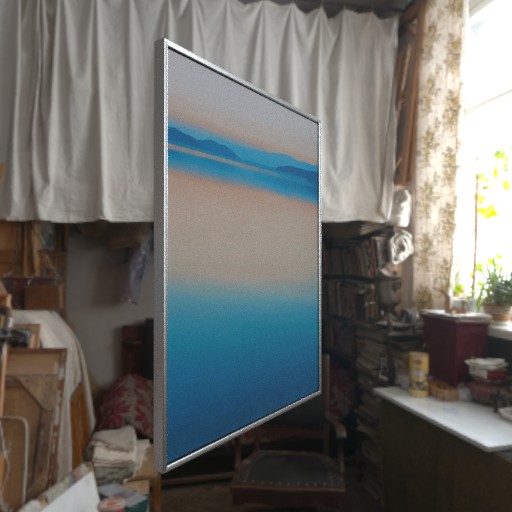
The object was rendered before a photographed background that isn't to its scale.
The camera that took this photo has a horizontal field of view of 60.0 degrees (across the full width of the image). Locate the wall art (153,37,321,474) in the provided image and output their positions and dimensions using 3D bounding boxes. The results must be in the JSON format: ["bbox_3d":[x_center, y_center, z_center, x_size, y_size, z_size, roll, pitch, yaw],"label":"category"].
[{"bbox_3d":[0.000,0.000,1.407,0.037,1.062,0.801,0,-1,37],"label":"wall art"}]
